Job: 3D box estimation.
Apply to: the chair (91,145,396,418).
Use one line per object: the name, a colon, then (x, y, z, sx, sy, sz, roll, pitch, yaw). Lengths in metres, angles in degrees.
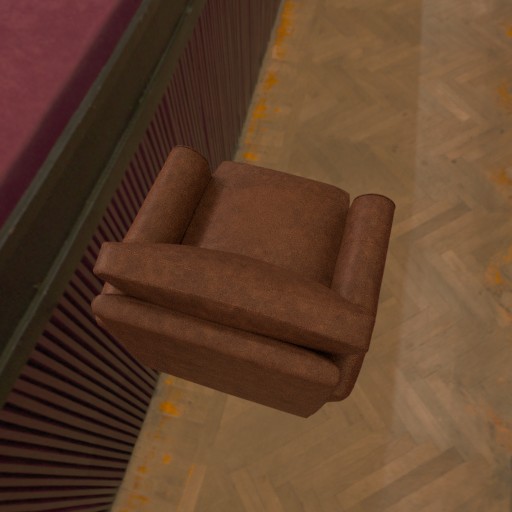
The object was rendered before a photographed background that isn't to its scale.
chair: (0.000, 0.000, 1.800, 0.996, 0.976, 1.002, 16, 64, 8)
